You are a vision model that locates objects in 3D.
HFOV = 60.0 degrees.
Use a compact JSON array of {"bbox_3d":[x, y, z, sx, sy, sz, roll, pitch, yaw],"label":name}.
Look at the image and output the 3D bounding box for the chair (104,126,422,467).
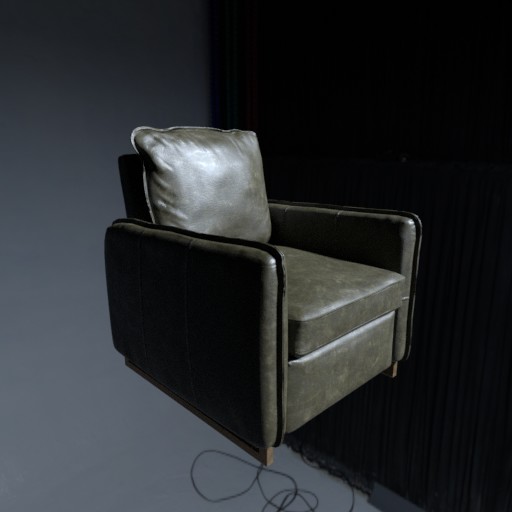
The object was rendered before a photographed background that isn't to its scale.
[{"bbox_3d":[0.000,0.000,1.627,0.830,0.921,0.921,-14,20,-42],"label":"chair"}]
